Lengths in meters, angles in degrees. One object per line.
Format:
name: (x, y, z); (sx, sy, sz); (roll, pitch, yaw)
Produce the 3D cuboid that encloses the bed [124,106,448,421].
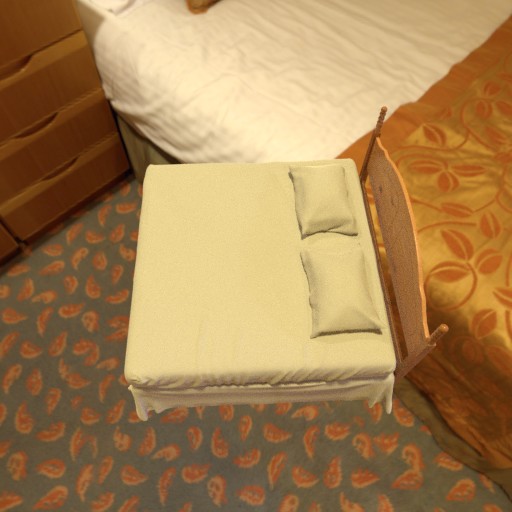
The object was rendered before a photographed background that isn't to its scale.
bed: (0.000, 0.000, 3.623); (2.219, 1.355, 2.322); (-2, 60, -1)
